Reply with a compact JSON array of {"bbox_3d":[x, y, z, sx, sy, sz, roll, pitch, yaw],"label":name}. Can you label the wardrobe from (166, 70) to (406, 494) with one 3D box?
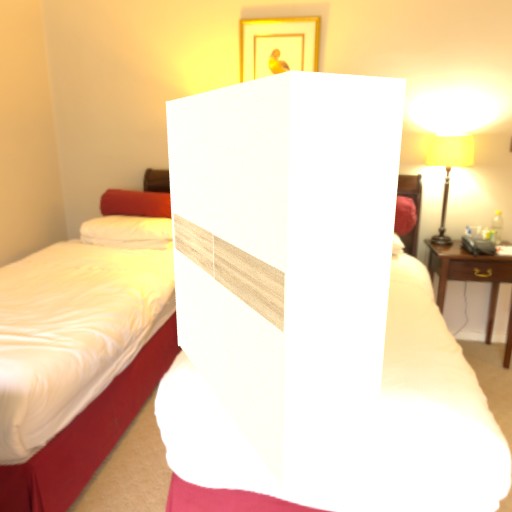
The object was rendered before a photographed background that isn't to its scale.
[{"bbox_3d":[0.000,0.000,2.917,0.600,2.020,1.830,-7,17,-25],"label":"wardrobe"}]
